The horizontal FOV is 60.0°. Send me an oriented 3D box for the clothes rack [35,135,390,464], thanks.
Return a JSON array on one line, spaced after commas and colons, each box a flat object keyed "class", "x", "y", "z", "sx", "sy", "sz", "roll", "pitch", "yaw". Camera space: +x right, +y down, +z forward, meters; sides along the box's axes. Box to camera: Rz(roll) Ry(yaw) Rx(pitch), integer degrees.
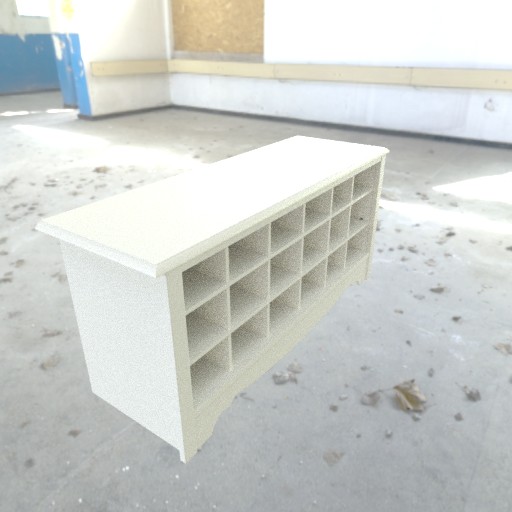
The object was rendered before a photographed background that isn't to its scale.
[{"class": "clothes rack", "x": 0.000, "y": 0.000, "z": 1.495, "sx": 0.405, "sy": 0.558, "sz": 1.218, "roll": 18, "pitch": 32, "yaw": 31}]
